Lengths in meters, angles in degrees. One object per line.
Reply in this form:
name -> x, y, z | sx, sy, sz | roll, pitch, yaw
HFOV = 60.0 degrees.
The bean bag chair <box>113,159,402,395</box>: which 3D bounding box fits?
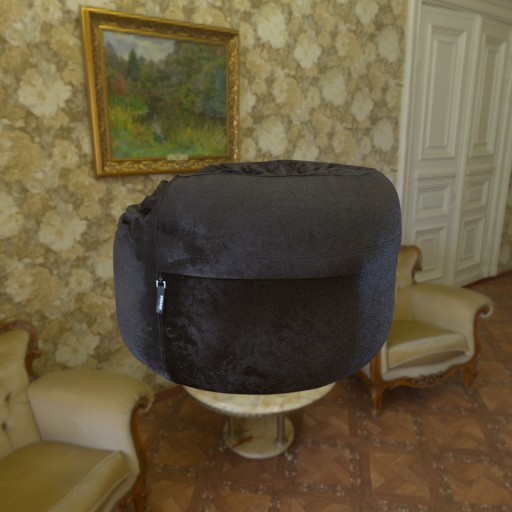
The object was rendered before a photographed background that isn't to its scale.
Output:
bean bag chair -> 0.000, 0.000, 1.478 | 0.918, 0.605, 0.918 | 0, 14, 0
